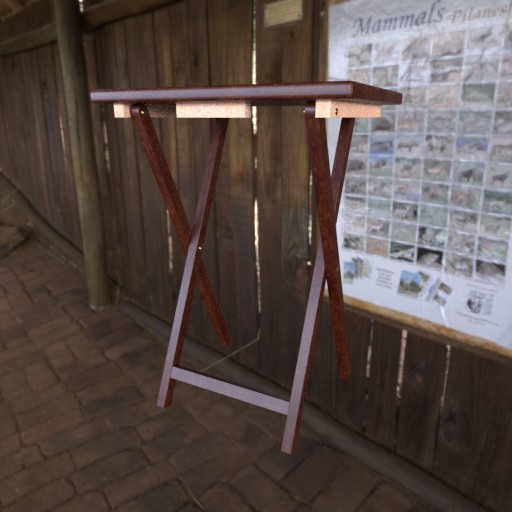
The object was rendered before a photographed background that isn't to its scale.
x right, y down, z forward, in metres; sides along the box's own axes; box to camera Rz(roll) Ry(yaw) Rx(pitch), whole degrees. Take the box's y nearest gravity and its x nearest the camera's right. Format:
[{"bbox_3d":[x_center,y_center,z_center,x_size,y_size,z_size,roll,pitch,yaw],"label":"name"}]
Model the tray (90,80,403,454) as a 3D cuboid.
[{"bbox_3d":[0.000,0.000,0.948,0.483,0.660,0.381,9,19,26],"label":"tray"}]
